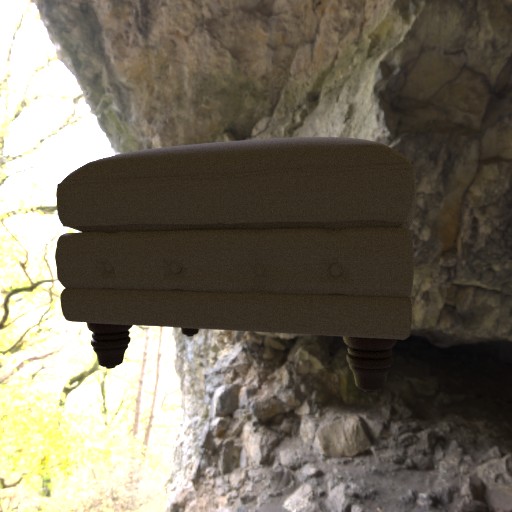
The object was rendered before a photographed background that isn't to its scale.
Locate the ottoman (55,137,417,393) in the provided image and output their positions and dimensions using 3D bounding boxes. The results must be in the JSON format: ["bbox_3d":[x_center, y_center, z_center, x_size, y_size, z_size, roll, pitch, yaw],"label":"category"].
[{"bbox_3d":[0.000,0.000,1.017,0.684,0.463,0.541,0,0,17],"label":"ottoman"}]
